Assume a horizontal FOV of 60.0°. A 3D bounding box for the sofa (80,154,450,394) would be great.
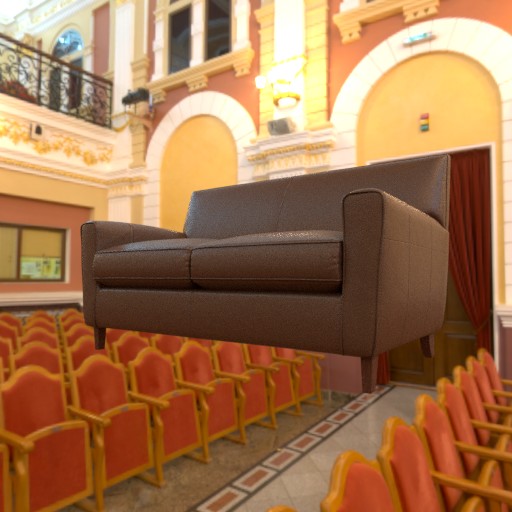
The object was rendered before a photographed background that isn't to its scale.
[{"bbox_3d":[0.000,0.000,1.978,1.468,0.859,0.853,-2,-3,35],"label":"sofa"}]
